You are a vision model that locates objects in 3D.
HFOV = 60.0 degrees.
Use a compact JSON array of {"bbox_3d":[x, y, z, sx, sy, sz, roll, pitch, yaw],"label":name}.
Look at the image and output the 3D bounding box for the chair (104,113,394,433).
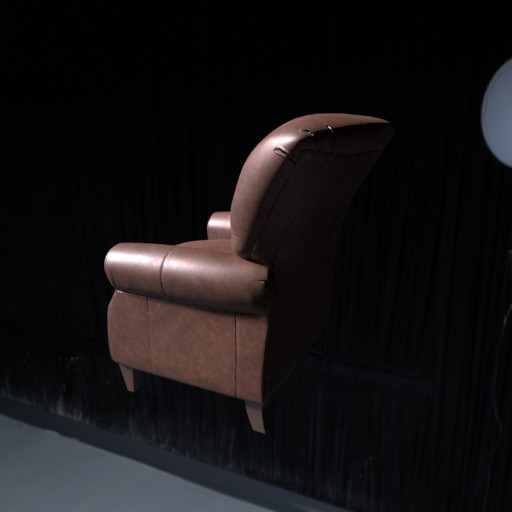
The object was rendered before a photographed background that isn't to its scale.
[{"bbox_3d":[0.000,0.000,1.925,1.031,1.162,0.979,8,18,25],"label":"chair"}]
